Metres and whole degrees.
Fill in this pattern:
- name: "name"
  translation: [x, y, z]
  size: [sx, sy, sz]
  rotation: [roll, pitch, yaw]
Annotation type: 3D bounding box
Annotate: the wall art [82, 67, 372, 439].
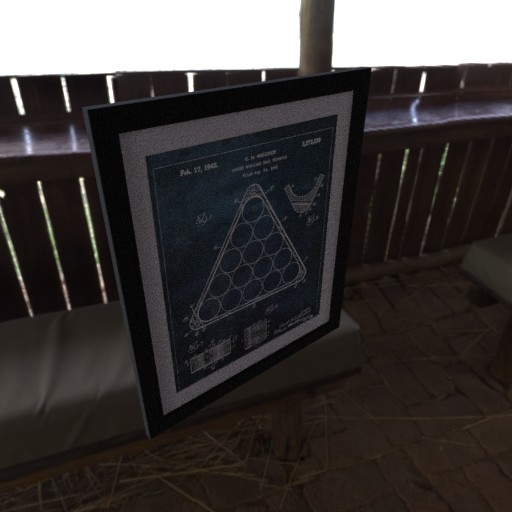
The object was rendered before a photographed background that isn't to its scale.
- name: "wall art"
  translation: [0.000, 0.000, 0.491]
  size: [0.311, 0.361, 0.010]
  rotation: [-22, 38, -32]
